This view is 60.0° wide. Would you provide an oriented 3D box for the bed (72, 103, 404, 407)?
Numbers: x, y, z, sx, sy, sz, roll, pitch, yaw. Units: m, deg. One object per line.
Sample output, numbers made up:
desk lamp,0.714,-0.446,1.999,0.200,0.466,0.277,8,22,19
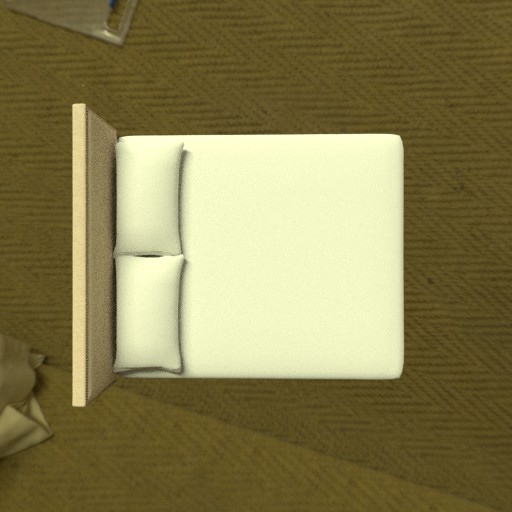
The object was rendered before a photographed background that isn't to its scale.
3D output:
bed,0.000,0.000,2.775,1.876,1.016,1.616,0,90,2
